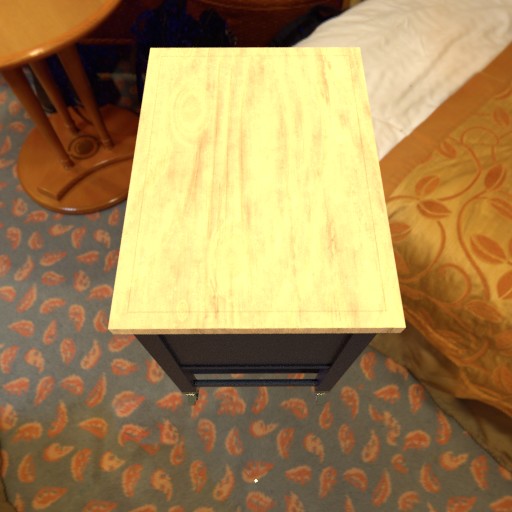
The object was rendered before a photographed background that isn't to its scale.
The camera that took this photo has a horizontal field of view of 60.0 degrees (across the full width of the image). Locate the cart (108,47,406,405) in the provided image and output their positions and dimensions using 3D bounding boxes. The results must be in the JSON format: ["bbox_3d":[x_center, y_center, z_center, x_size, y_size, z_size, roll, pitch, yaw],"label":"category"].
[{"bbox_3d":[0.000,0.000,1.428,0.567,0.920,0.797,0,63,0],"label":"cart"}]
